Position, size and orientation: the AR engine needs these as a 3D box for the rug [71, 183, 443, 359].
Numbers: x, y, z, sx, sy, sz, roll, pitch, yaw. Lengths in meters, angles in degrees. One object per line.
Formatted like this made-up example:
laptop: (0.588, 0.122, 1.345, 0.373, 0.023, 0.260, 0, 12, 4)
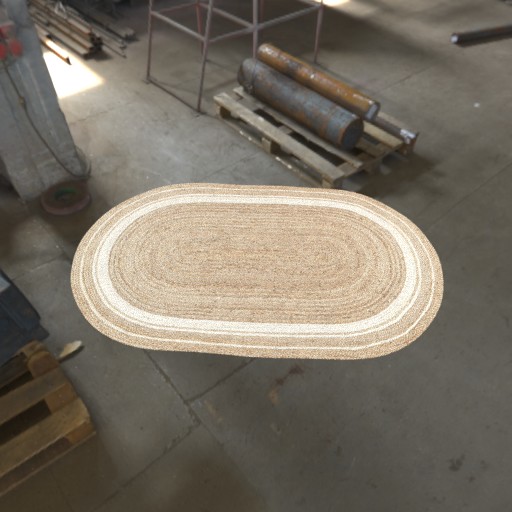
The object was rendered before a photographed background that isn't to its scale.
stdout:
rug: (0.000, 0.000, 2.965, 2.432, 0.006, 1.520, 3, 47, 3)
